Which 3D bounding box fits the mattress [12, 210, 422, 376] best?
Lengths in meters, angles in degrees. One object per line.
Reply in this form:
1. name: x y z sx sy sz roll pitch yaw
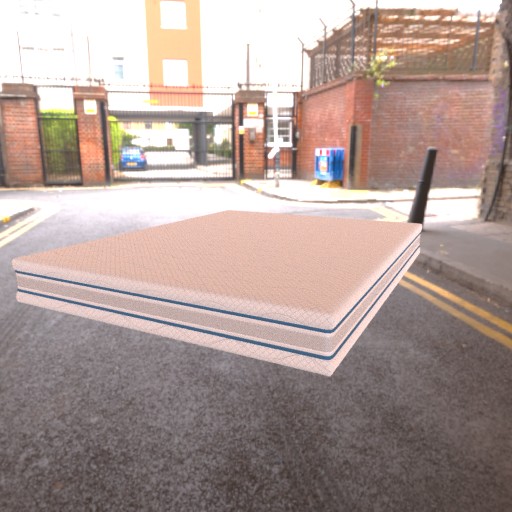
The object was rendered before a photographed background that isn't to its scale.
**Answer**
1. mattress: 0.000 0.000 2.640 1.600 0.230 2.000 7 15 27
